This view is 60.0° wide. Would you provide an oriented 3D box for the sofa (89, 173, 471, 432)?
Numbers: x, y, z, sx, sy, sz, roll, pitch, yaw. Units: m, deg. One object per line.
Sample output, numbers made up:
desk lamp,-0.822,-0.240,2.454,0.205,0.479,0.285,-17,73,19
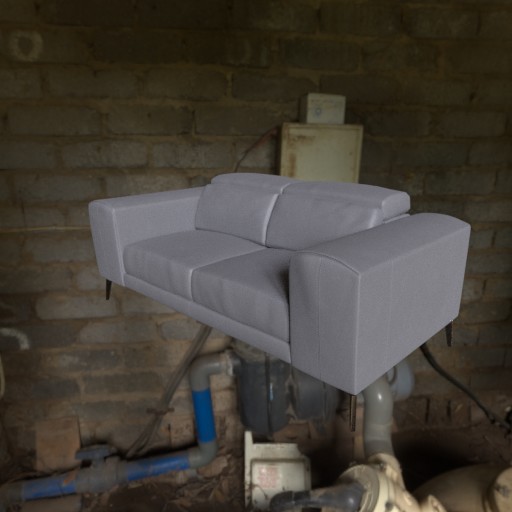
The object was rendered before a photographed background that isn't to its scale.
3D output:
sofa,0.000,0.000,2.427,1.895,0.779,1.003,15,23,42
